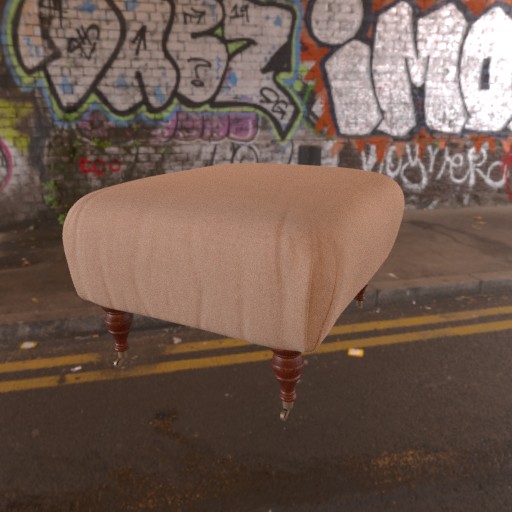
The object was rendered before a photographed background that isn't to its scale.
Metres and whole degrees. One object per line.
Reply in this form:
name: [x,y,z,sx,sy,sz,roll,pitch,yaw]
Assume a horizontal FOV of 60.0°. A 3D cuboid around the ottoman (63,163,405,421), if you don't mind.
ottoman: [0.000,0.000,1.167,0.639,0.450,0.746,9,19,26]
